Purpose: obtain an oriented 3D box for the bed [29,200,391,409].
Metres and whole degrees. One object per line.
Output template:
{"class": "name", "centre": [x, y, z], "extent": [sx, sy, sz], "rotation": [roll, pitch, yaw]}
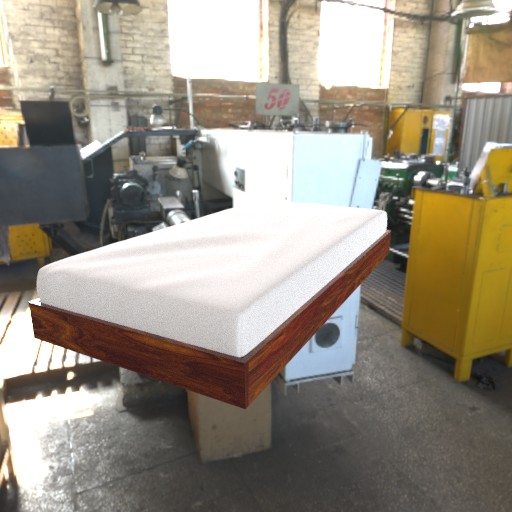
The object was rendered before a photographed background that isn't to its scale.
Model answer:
{"class": "bed", "centre": [0.000, 0.000, 2.236], "extent": [0.940, 0.312, 1.860], "rotation": [9, 19, 27]}
